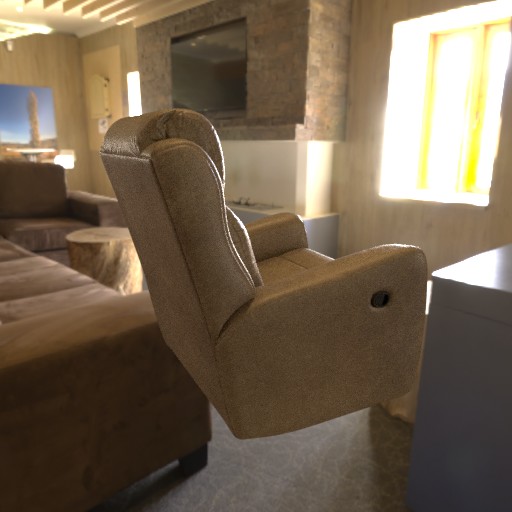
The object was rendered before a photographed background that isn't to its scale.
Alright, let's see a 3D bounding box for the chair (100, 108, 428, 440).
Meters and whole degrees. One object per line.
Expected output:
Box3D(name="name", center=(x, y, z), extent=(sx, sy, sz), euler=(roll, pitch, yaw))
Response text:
Box3D(name="chair", center=(0.000, 0.000, 1.853), extent=(1.068, 1.116, 0.965), euler=(-7, 16, -27))
